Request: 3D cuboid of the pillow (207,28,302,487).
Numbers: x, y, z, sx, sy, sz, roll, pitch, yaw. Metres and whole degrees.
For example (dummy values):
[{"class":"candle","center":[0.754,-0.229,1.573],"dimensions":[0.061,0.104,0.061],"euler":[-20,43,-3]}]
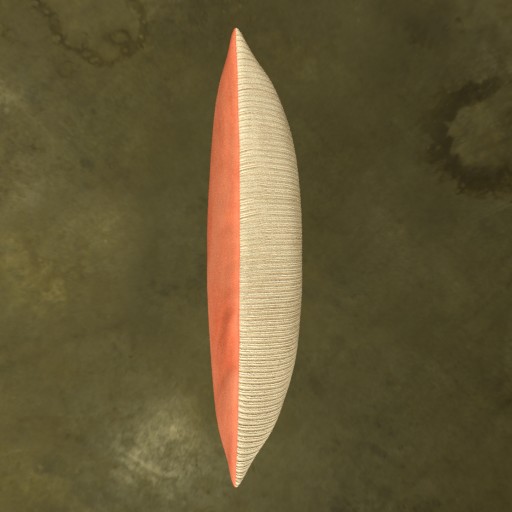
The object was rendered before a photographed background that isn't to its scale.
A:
[{"class":"pillow","center":[0.000,0.000,0.733],"dimensions":[0.155,0.307,0.608],"euler":[0,90,1]}]
